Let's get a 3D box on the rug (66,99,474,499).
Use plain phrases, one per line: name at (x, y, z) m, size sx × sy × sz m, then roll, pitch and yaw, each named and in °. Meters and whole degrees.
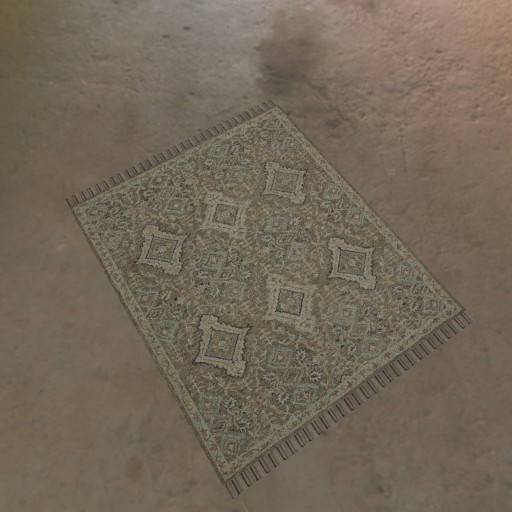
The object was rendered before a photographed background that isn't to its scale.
rug at (0.000, 0.000, 4.027) m, size 2.437 × 0.010 × 3.056 m, roll -30°, pitch 67°, yaw -14°
